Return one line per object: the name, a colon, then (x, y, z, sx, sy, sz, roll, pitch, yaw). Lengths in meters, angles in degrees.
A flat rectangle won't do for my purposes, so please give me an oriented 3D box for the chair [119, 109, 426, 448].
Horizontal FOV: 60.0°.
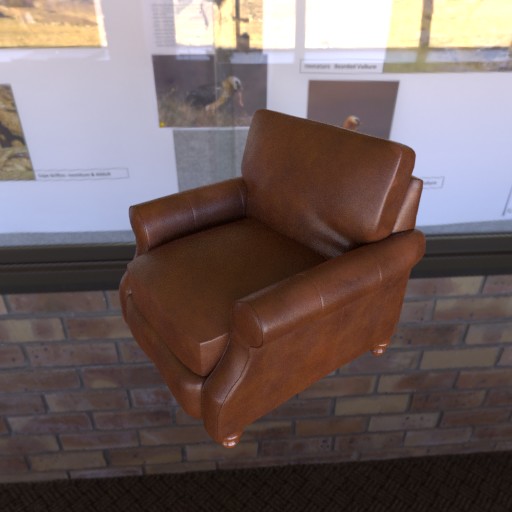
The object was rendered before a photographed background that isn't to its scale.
chair: (0.000, 0.000, 1.797, 0.992, 0.972, 0.989, -21, 37, -30)
